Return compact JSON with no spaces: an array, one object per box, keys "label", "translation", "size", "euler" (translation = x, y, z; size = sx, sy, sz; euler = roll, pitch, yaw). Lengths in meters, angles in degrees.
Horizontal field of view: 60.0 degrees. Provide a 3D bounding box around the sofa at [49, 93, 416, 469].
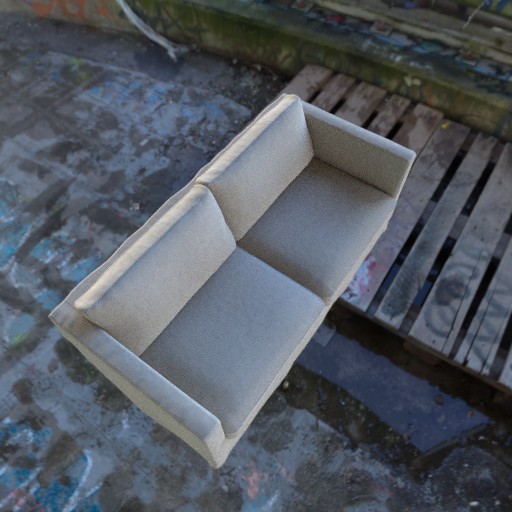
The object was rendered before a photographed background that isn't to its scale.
[{"label":"sofa","translation":[0.000,0.000,2.505],"size":[0.962,0.835,1.959],"euler":[31,63,18]}]
